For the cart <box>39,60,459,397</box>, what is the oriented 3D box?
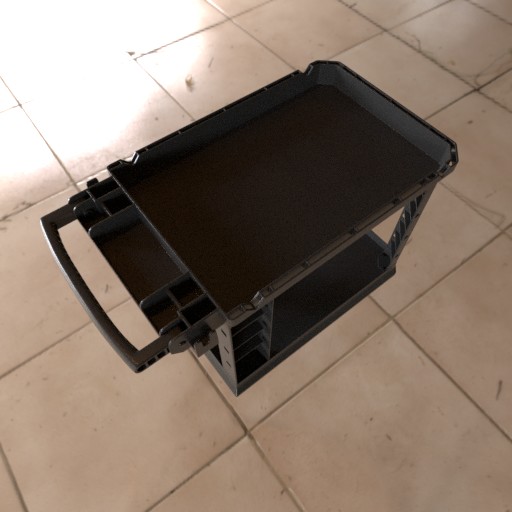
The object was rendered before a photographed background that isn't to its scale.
[{"bbox_3d":[0.000,0.000,1.744,1.239,0.884,0.674,-33,64,-19],"label":"cart"}]
